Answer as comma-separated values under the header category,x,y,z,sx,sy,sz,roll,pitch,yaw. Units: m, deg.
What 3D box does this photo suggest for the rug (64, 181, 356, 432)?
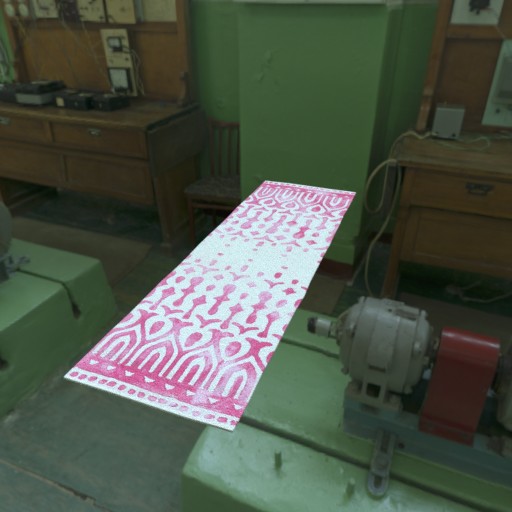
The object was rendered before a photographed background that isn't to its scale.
category,x,y,z,sx,sy,sz,roll,pitch,yaw
rug,0.000,0.000,2.718,0.787,0.011,2.458,11,32,18
